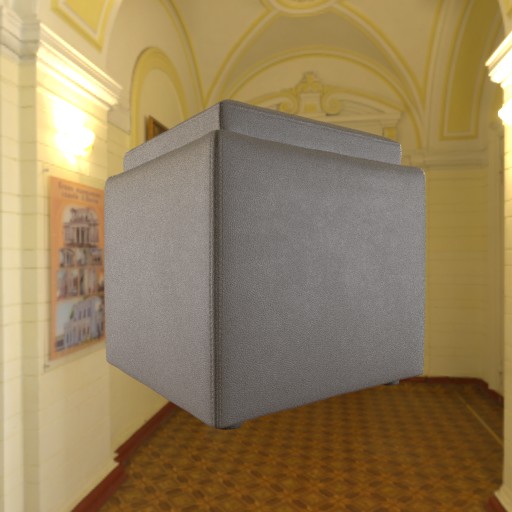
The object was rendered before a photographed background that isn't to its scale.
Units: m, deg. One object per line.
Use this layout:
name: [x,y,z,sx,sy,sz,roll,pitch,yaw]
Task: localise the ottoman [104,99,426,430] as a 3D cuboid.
ottoman: [0.000,0.000,0.841,0.451,0.460,0.450,0,0,-36]
